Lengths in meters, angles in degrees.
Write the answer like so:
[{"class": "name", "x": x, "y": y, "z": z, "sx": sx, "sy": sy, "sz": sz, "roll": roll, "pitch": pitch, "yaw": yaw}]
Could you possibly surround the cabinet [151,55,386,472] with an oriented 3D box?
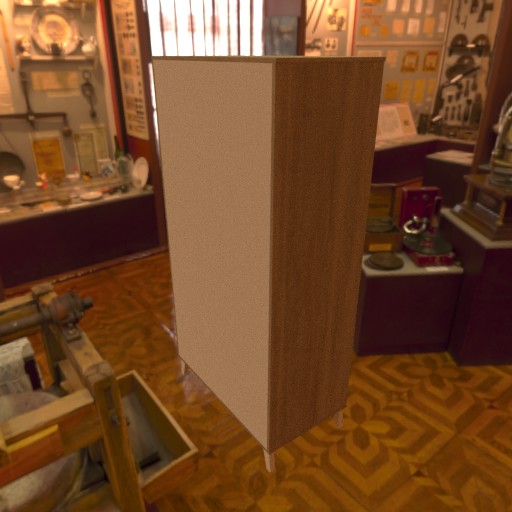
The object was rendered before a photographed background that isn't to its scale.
[{"class": "cabinet", "x": 0.000, "y": 0.000, "z": 2.433, "sx": 0.571, "sy": 1.999, "sz": 1.006, "roll": -17, "pitch": 30, "yaw": -32}]
